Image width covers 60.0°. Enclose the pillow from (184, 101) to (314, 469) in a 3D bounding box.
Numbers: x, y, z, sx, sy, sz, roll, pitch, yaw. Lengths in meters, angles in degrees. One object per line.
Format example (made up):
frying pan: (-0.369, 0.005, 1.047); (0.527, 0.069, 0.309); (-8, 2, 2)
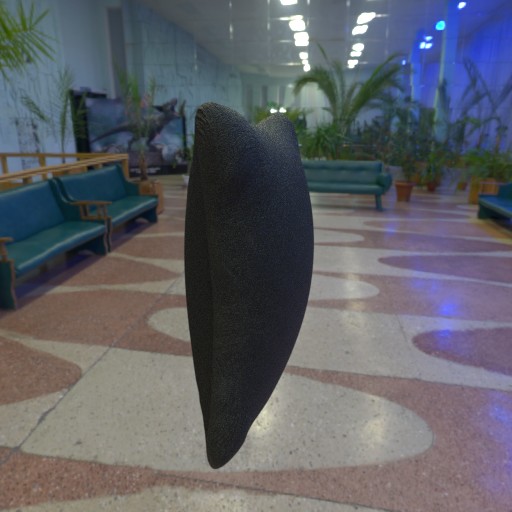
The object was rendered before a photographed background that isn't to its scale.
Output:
pillow: (0.000, 0.000, 0.822); (0.210, 0.523, 0.533); (3, 17, 11)
